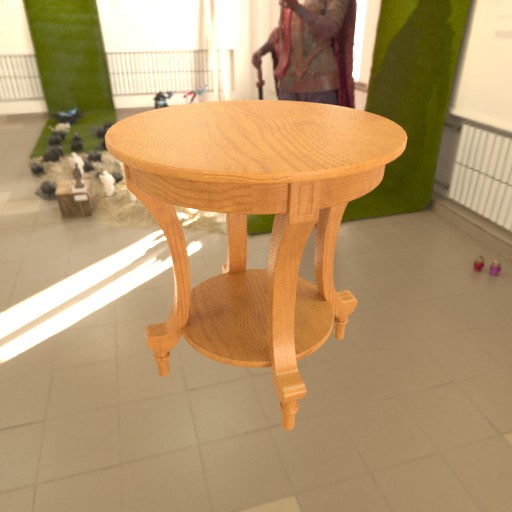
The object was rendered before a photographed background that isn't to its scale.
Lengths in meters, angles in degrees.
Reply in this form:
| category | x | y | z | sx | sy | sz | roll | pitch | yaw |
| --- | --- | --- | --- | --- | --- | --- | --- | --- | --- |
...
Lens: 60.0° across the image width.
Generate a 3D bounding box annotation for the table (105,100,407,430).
| category | x | y | z | sx | sy | sz | roll | pitch | yaw |
| --- | --- | --- | --- | --- | --- | --- | --- | --- | --- |
| table | 0.000 | 0.000 | 1.060 | 0.597 | 0.612 | 0.597 | 0 | 29 | 0 |
